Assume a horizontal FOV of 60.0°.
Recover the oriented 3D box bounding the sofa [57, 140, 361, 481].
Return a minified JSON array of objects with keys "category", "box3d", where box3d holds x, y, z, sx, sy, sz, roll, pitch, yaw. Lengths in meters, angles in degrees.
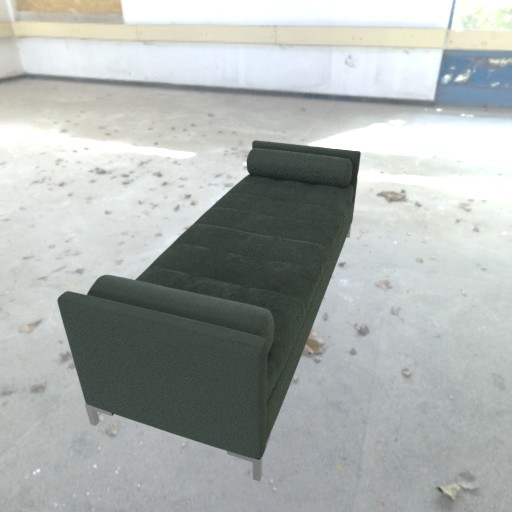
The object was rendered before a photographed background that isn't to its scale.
[{"category":"sofa","box3d":[0.000,0.000,2.448,0.797,0.657,2.102,10,32,17]}]
